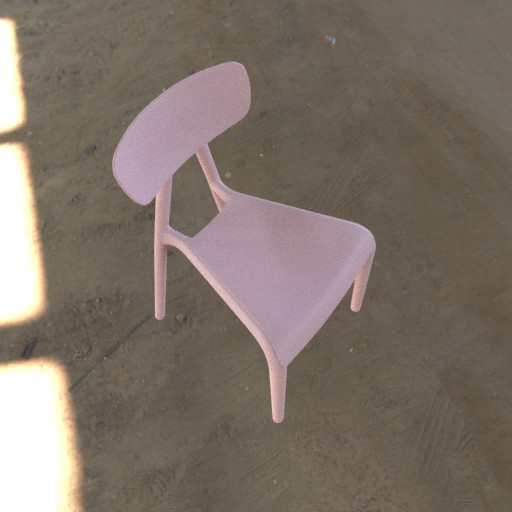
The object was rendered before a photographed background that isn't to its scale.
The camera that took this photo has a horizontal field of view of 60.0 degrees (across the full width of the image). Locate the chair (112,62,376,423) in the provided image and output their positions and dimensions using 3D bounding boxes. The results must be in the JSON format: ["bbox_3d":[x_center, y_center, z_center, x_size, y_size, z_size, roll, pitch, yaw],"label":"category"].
[{"bbox_3d":[0.000,0.000,0.859,0.401,0.580,0.356,33,65,18],"label":"chair"}]
